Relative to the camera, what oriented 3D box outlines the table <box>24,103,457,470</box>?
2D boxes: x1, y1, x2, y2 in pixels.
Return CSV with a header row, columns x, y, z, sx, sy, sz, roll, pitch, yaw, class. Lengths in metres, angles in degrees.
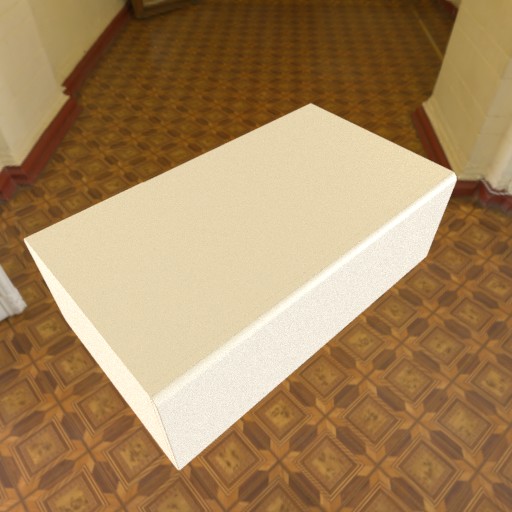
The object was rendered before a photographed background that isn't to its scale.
x,y,z,sx,sy,sz,roll,pitch,yaw,class
0.000,0.000,1.419,1.097,0.442,0.639,-33,54,-28,table
